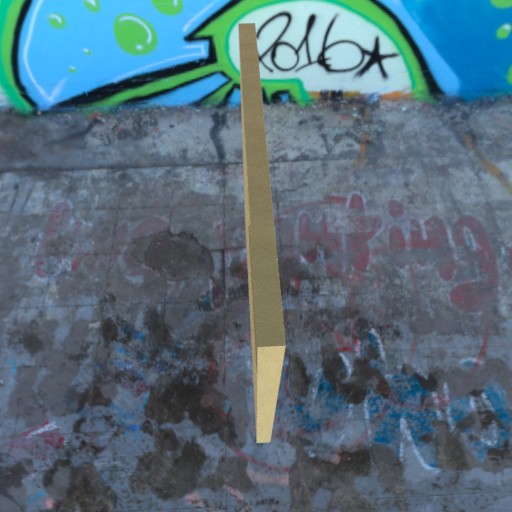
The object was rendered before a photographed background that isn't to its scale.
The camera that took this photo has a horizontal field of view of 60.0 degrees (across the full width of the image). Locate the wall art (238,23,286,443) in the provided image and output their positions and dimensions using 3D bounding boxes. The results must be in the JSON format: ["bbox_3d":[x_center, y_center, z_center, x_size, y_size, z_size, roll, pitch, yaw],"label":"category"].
[{"bbox_3d":[0.000,0.000,2.849,0.097,1.936,1.935,-3,58,-2],"label":"wall art"}]
